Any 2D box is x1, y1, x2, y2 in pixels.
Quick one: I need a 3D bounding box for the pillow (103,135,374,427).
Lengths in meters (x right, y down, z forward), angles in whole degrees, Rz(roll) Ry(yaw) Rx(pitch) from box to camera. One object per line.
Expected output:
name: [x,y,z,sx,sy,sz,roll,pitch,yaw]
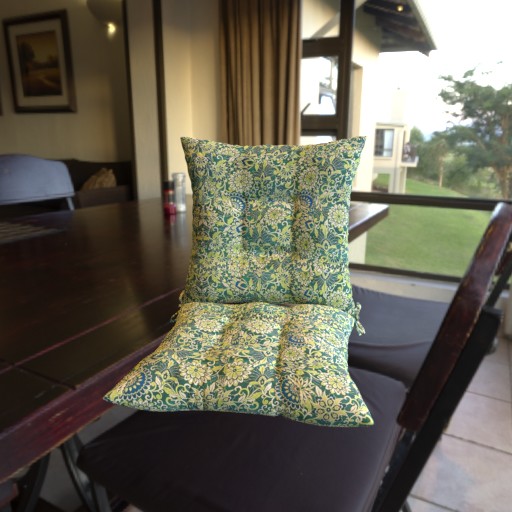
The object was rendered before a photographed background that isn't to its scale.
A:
pillow: [0.000,0.000,1.022,0.541,0.536,0.585,2,15,9]
